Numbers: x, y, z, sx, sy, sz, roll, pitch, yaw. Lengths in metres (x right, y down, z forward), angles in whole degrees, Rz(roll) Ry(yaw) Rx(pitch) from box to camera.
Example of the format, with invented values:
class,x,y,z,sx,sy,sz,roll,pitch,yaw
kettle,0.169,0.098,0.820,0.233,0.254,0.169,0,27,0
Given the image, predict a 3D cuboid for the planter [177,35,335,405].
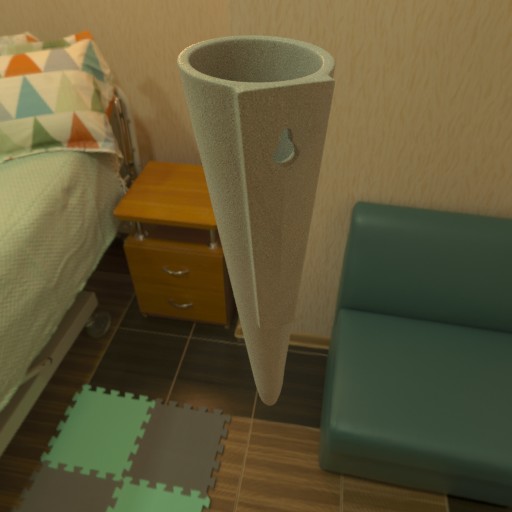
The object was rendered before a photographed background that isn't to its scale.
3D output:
class,x,y,z,sx,sy,sz,roll,pitch,yaw
planter,0.000,0.000,0.225,0.057,0.191,0.064,-13,42,-15
